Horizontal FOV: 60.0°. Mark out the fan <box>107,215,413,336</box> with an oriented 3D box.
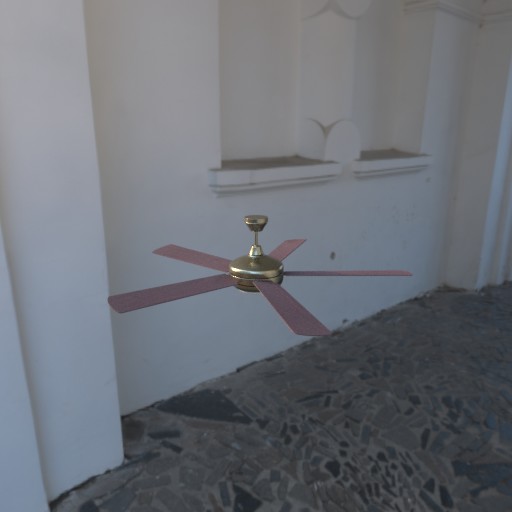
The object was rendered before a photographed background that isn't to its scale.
[{"bbox_3d":[0.000,0.000,2.001,1.321,0.356,1.321,-7,17,-24],"label":"fan"}]
